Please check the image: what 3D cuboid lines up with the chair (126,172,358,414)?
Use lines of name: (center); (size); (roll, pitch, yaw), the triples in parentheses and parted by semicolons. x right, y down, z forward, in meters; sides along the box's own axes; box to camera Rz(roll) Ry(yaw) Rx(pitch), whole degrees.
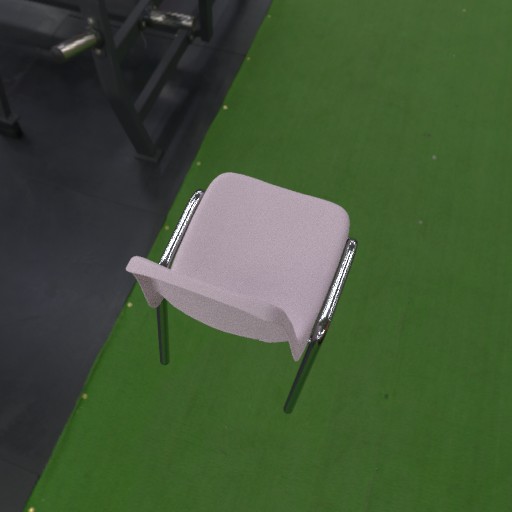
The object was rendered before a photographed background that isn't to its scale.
chair: (0.000, 0.000, 0.846); (0.354, 0.586, 0.423); (19, 65, 9)
